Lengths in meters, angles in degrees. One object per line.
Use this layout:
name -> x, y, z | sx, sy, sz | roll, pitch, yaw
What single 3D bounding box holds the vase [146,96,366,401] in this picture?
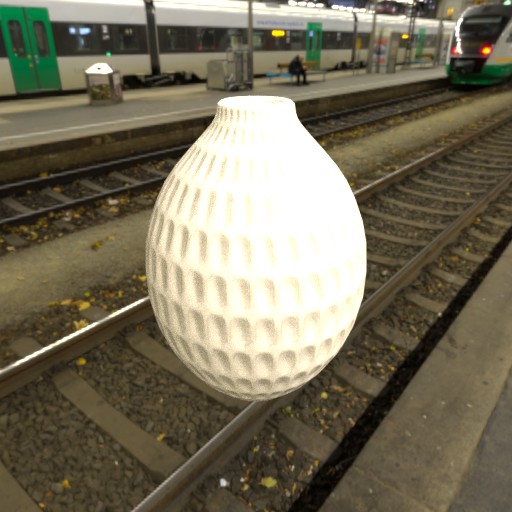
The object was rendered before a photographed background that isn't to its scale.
vase -> 0.000, 0.000, 0.333 | 0.162, 0.223, 0.162 | 0, 26, 0
